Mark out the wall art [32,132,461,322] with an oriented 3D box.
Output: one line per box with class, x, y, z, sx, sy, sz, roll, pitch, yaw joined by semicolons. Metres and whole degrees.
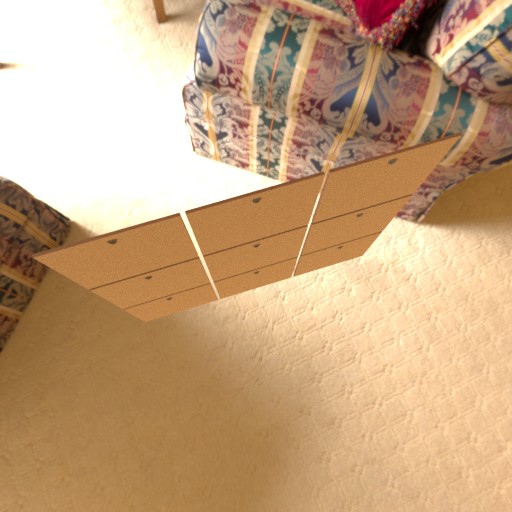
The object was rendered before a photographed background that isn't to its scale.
wall art;0.000;0.000;2.251;1.533;1.532;0.019;-17;74;-5
